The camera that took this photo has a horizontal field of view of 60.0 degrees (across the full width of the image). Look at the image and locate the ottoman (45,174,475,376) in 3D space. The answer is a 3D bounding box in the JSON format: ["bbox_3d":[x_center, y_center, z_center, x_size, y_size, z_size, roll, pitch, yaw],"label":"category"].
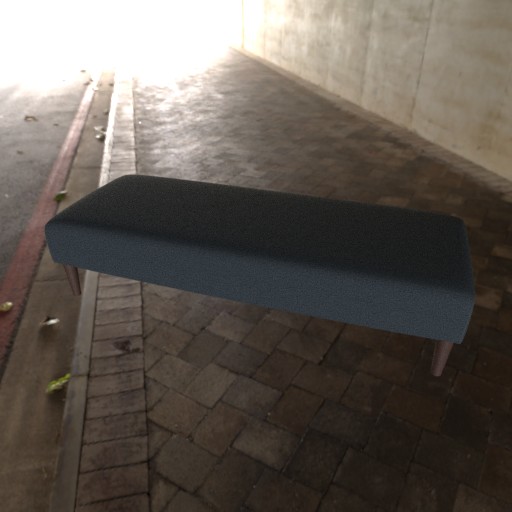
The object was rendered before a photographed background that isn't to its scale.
[{"bbox_3d":[0.000,0.000,1.881,1.609,0.393,0.646,10,32,16],"label":"ottoman"}]
